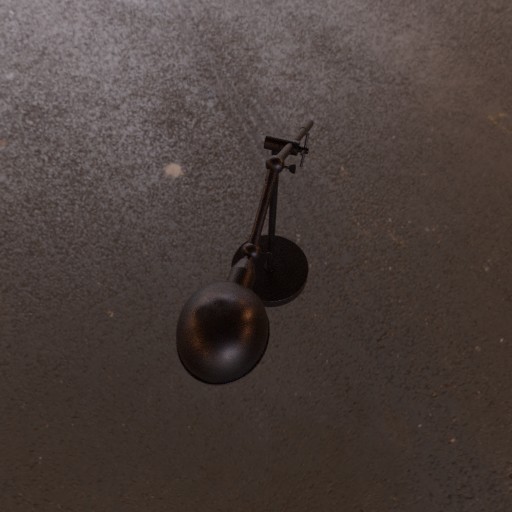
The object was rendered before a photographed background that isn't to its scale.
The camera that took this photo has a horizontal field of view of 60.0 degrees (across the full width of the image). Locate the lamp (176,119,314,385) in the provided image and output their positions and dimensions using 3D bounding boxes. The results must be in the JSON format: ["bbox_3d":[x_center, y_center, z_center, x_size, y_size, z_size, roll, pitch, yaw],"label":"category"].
[{"bbox_3d":[0.000,0.000,0.817,0.185,0.495,0.567,15,60,9],"label":"lamp"}]
